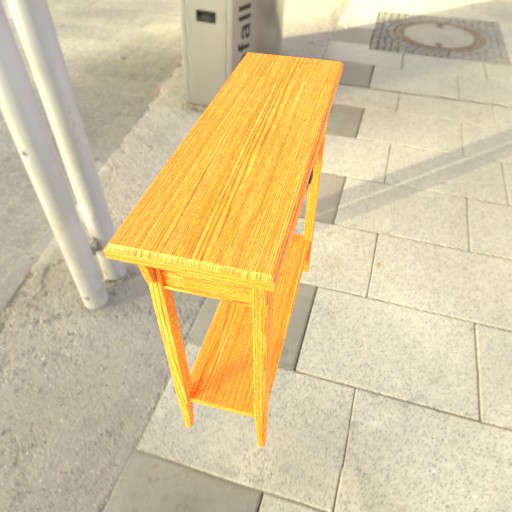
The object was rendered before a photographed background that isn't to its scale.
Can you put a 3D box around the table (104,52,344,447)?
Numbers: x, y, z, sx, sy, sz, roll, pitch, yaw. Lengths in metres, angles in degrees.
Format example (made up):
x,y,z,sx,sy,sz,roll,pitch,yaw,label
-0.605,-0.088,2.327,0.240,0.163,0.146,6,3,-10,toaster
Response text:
x,y,z,sx,sy,sz,roll,pitch,yaw,label
0.000,0.000,1.124,0.254,0.711,0.762,11,46,10,table
